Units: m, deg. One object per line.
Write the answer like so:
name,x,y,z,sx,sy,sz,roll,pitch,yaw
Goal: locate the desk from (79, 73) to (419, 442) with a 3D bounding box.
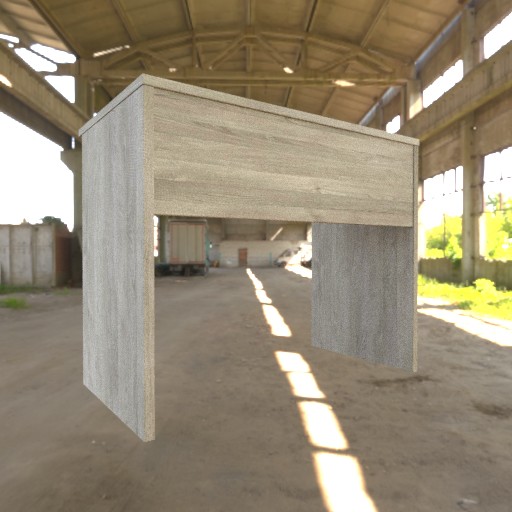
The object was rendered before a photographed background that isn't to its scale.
desk,0.000,0.000,1.329,0.893,0.724,0.498,-1,1,-35
